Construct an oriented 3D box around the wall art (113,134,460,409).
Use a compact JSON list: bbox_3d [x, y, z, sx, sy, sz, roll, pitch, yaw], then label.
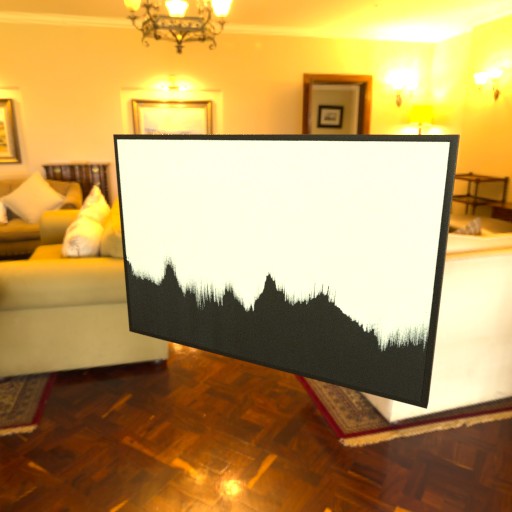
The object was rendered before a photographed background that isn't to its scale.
[{"bbox_3d":[0.000,0.000,0.842,0.659,0.446,0.022,8,17,26],"label":"wall art"}]
